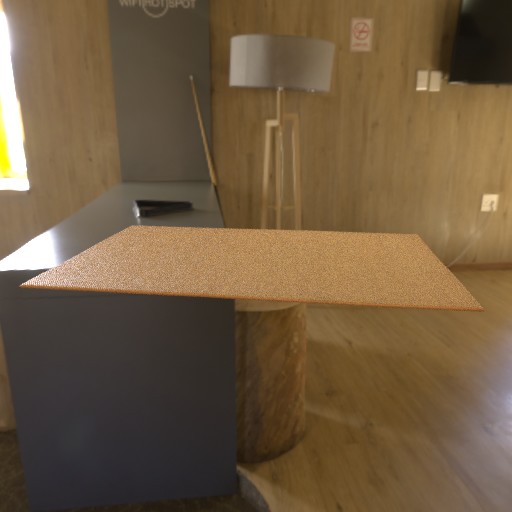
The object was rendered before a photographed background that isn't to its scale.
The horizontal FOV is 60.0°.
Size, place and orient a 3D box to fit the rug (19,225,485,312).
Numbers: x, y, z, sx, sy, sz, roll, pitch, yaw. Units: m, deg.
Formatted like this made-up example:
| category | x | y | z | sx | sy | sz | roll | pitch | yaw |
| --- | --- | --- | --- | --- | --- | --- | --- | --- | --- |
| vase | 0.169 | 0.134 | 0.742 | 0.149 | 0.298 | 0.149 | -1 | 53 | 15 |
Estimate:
| category | x | y | z | sx | sy | sz | roll | pitch | yaw |
| --- | --- | --- | --- | --- | --- | --- | --- | --- | --- |
| rug | 0.000 | 0.000 | 2.078 | 1.678 | 0.013 | 1.078 | 2 | 17 | 8 |
